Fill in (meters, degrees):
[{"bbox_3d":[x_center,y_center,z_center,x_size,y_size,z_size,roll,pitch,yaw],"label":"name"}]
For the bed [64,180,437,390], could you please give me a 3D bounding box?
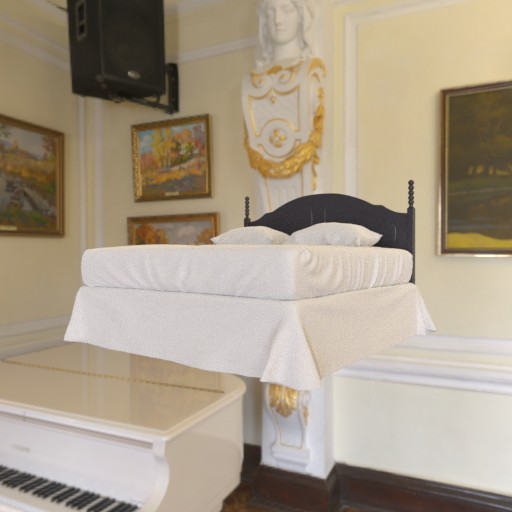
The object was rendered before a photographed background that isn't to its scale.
[{"bbox_3d":[0.000,0.000,3.657,2.322,1.355,2.219,0,0,37],"label":"bed"}]
